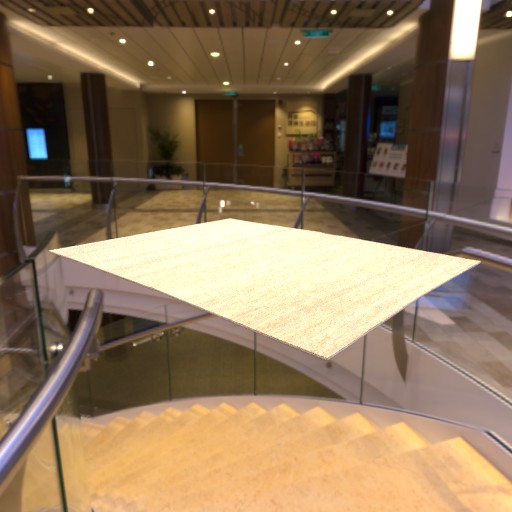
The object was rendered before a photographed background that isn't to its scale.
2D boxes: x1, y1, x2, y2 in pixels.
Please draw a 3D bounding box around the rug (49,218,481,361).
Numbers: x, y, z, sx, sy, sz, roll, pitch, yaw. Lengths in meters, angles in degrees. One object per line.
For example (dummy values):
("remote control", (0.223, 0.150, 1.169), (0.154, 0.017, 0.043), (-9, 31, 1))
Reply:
("rug", (0.000, 0.000, 4.140), (3.245, 0.046, 2.467), (13, 20, 41))
